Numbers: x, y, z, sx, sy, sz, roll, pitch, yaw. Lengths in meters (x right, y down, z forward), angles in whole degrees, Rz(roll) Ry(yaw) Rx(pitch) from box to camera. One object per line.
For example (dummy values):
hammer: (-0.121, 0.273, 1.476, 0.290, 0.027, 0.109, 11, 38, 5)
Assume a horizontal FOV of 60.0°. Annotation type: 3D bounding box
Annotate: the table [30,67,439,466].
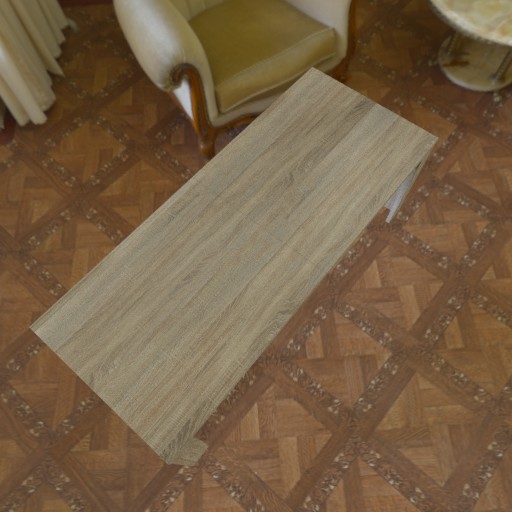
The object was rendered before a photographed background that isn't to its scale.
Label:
table: (0.000, 0.000, 2.649, 0.900, 0.790, 2.200, 37, 69, 16)
